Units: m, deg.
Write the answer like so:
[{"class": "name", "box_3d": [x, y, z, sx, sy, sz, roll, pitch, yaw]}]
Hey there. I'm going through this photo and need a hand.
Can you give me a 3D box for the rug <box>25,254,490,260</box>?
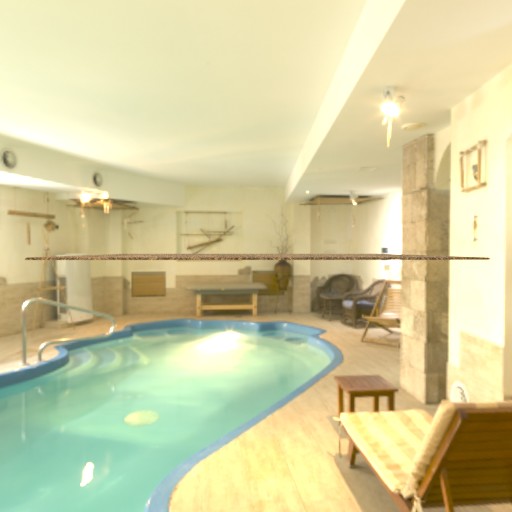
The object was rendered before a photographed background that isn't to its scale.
[{"class": "rug", "box_3d": [0.000, 0.000, 4.250, 3.204, 0.017, 2.448, 0, 1, -1]}]
